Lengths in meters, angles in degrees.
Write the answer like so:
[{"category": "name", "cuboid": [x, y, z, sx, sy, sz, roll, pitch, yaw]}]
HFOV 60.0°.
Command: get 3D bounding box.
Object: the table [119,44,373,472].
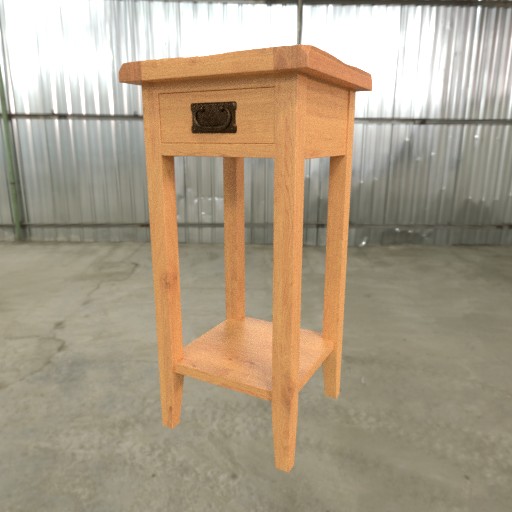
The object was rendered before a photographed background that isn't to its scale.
[{"category": "table", "cuboid": [0.000, 0.000, 0.944, 0.360, 0.740, 0.360, 8, 17, 27]}]
